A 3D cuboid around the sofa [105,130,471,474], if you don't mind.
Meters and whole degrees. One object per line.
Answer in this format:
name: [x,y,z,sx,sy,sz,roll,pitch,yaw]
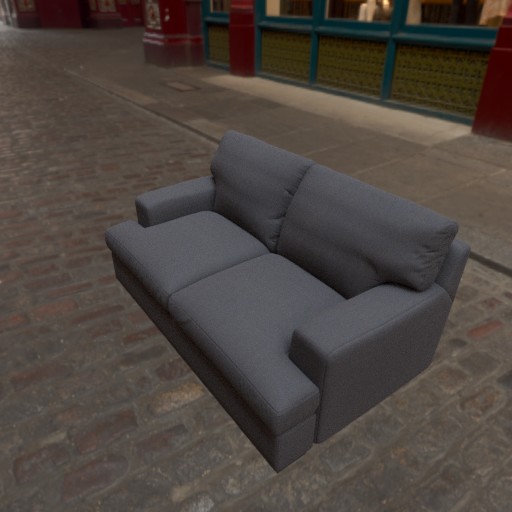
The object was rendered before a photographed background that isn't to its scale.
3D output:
sofa: [0.000,0.000,2.505,1.143,0.940,1.880,-21,37,-30]
